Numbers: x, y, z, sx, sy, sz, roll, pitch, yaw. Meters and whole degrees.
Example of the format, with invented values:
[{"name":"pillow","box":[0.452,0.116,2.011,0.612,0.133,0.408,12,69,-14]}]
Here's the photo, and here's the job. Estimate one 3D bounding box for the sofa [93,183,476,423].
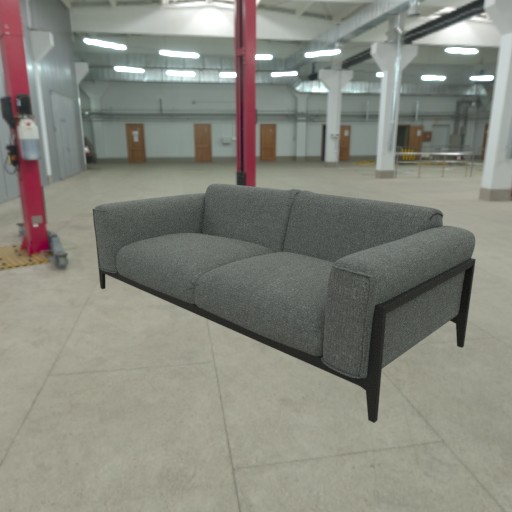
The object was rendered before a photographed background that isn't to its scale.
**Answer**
[{"name":"sofa","box":[0.000,0.000,2.572,2.125,0.703,0.985,15,21,43]}]
